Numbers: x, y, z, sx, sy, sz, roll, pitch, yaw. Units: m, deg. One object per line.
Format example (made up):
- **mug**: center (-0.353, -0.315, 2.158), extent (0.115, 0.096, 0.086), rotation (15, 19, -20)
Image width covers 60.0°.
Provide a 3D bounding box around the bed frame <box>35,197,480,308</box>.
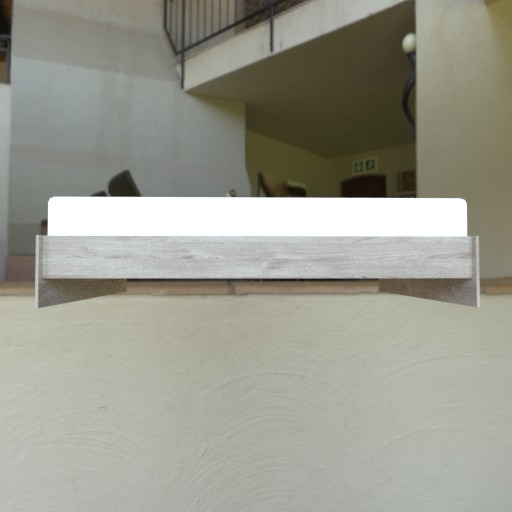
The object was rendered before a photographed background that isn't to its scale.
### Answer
- **bed frame**: center (0.000, 0.000, 2.666), extent (1.945, 0.497, 1.445), rotation (0, -2, -1)
